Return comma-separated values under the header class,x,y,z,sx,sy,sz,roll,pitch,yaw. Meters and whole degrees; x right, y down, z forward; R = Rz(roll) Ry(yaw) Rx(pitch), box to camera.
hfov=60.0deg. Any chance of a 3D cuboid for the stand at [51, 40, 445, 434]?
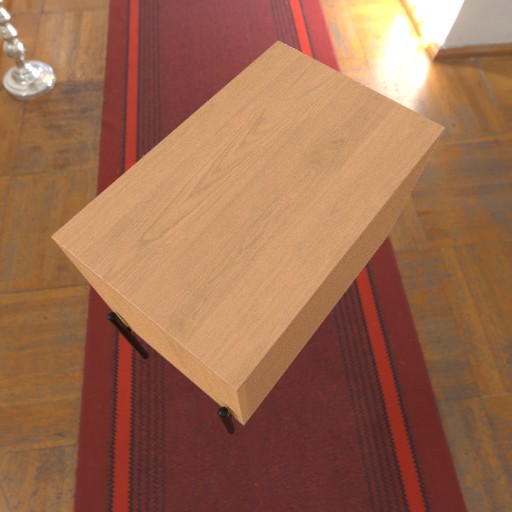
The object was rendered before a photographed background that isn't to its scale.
class,x,y,z,sx,sy,sz,roll,pitch,yaw
stand,0.000,0.000,1.008,0.400,0.600,0.630,35,68,17
